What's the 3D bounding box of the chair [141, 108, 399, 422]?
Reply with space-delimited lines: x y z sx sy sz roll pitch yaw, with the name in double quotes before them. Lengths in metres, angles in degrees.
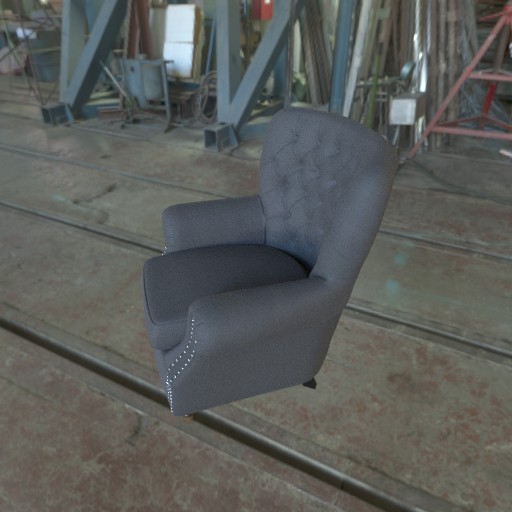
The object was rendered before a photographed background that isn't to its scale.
"chair" 0.000 0.000 1.883 0.983 1.046 0.983 -9 32 -15
